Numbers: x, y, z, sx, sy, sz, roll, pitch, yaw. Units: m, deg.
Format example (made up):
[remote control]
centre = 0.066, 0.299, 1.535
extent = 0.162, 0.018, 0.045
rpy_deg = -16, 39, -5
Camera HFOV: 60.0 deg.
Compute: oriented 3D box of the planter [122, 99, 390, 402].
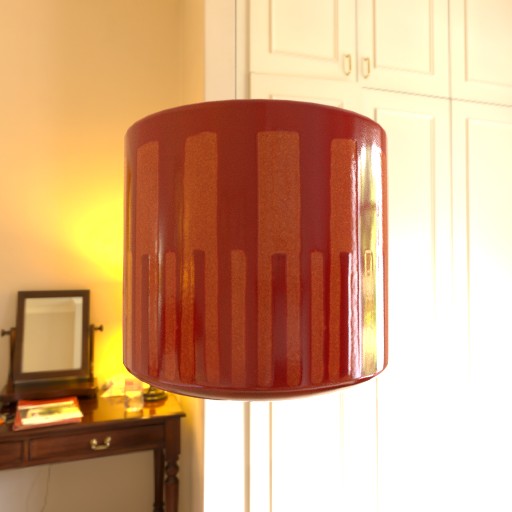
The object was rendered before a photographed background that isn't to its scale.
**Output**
[planter]
centre = 0.000, 0.000, 0.400
extent = 0.230, 0.202, 0.230
rpy_deg = 0, -1, 0
